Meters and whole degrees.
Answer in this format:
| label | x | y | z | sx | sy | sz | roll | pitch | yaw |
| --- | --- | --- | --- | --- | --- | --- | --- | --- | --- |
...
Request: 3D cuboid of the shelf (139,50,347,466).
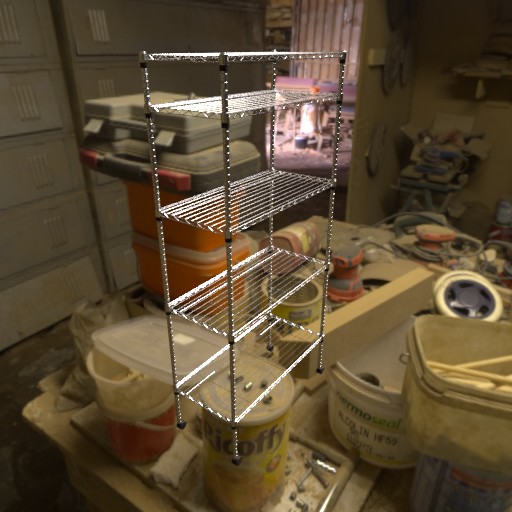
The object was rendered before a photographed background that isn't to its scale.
| label | x | y | z | sx | sy | sz | roll | pitch | yaw |
| --- | --- | --- | --- | --- | --- | --- | --- | --- | --- |
| shelf | 0.000 | 0.000 | 1.892 | 0.356 | 1.587 | 0.762 | 18 | 31 | 33 |
